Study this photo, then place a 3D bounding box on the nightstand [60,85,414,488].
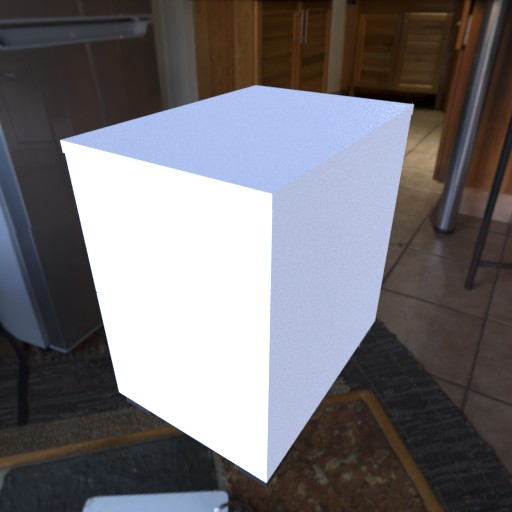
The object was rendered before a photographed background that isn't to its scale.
[{"bbox_3d":[0.000,0.000,0.758,0.325,0.460,0.441,19,36,28],"label":"nightstand"}]
